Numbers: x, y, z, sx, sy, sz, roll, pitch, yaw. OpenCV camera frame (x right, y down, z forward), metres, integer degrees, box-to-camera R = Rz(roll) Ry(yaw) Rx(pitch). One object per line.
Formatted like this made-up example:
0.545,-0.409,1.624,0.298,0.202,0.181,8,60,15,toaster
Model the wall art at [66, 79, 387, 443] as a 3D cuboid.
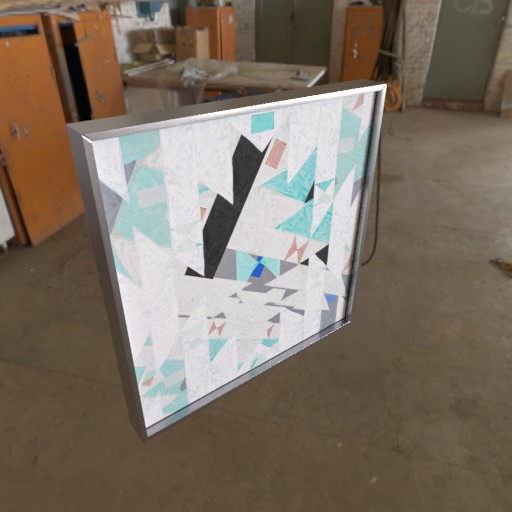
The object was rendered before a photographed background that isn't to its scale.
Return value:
0.000,0.000,0.517,0.350,0.350,0.038,-21,37,-32,wall art
